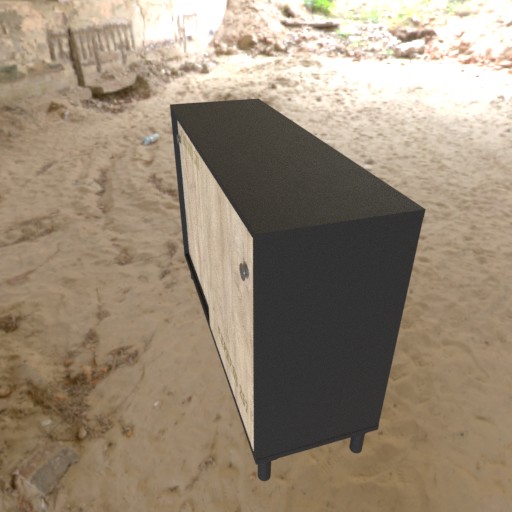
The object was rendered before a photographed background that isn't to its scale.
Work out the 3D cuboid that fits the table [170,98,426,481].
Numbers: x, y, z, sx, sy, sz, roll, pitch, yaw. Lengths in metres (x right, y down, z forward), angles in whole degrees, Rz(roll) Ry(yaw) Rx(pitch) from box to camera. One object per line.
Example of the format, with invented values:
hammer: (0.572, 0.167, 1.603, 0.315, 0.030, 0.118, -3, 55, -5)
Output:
table: (0.000, 0.000, 1.627, 0.400, 0.855, 1.200, -9, 32, -15)
